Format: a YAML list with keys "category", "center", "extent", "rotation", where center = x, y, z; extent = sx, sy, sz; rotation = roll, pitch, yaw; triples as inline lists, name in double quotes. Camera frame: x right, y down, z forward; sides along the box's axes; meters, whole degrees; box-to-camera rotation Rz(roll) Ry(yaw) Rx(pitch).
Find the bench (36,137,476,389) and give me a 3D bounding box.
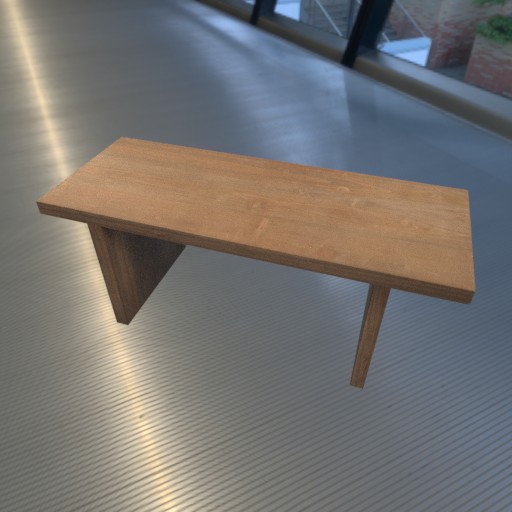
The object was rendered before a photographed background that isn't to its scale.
- category: "bench"
  center: [0.000, 0.000, 1.445]
  extent: [1.183, 0.458, 0.458]
  rotation: [12, 41, 14]
